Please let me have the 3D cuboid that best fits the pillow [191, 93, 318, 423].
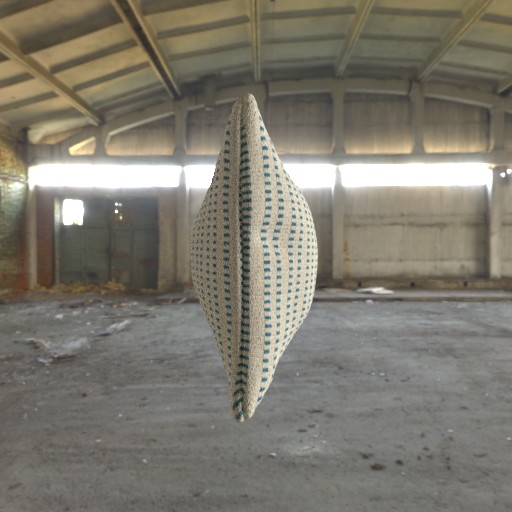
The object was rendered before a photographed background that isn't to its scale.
[{"bbox_3d":[0.000,0.000,0.786,0.210,0.353,0.640,0,0,1],"label":"pillow"}]
